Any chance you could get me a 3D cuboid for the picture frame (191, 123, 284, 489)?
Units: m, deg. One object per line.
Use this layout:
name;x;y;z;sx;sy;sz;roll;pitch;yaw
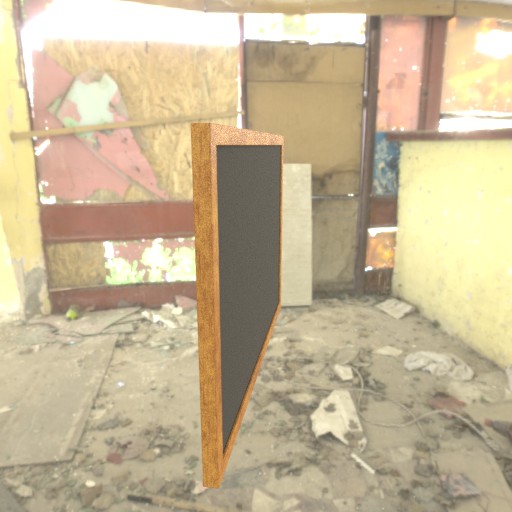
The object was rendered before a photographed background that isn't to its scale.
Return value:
picture frame;0.000;0.000;1.152;0.029;0.621;0.922;2;14;10
